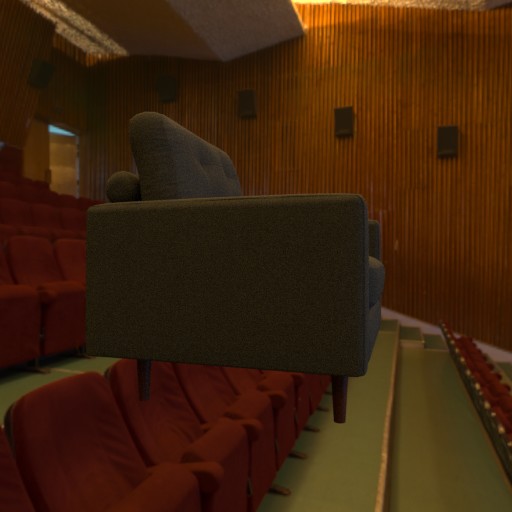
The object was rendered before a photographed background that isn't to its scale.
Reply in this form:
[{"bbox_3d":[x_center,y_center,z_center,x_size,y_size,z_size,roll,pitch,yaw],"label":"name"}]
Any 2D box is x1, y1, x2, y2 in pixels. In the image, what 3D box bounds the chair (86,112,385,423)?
[{"bbox_3d":[0.000,0.000,1.528,0.843,0.880,0.821,0,-1,18],"label":"chair"}]
